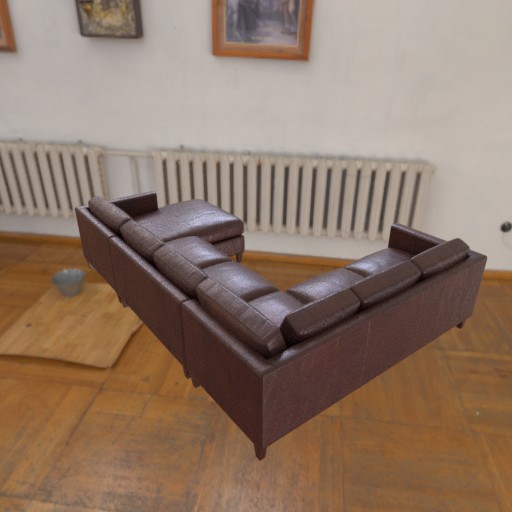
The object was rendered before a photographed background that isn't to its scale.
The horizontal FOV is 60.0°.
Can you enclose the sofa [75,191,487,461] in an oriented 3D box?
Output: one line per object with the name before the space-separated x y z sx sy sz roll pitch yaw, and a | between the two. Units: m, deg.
sofa | 0.000 0.000 4.422 2.452 0.891 3.324 -19 32 -33
